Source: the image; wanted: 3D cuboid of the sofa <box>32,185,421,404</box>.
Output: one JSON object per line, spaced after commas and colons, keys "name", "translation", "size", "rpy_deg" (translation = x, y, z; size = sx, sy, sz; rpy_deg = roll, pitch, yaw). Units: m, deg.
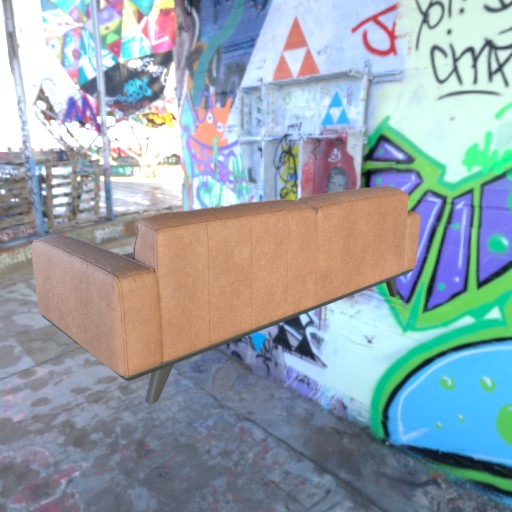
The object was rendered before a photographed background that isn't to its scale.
{"name": "sofa", "translation": [0.000, 0.000, 2.684], "size": [2.270, 0.780, 0.953], "rpy_deg": [-13, 19, -41]}
